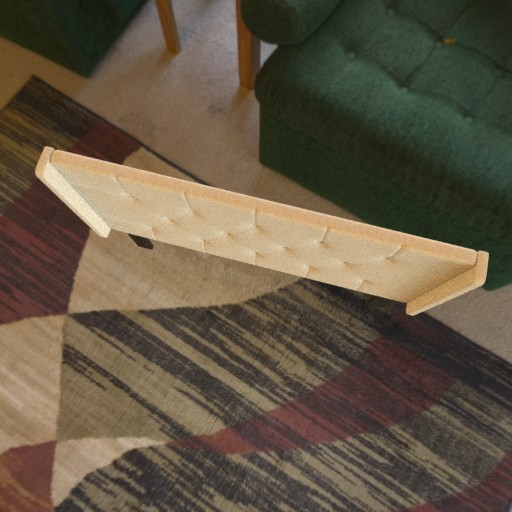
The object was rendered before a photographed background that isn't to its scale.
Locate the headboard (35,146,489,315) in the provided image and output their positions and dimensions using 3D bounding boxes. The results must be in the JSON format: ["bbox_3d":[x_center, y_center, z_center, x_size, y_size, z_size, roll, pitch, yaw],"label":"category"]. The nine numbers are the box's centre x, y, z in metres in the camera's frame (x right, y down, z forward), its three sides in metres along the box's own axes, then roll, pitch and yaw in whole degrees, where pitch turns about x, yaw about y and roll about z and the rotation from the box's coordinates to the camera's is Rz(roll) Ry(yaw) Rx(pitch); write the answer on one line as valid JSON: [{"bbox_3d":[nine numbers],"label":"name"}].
[{"bbox_3d":[0.000,0.000,2.696,2.051,1.524,0.184,14,74,4],"label":"headboard"}]
